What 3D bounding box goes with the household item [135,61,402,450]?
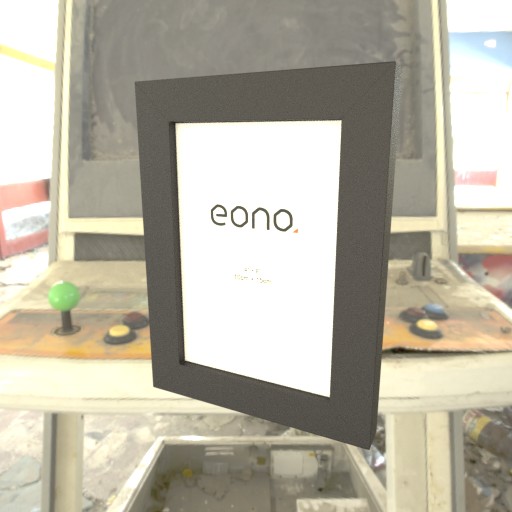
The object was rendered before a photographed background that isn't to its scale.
[{"bbox_3d":[0.000,0.000,0.233,0.133,0.178,0.022,7,15,26],"label":"household item"}]
